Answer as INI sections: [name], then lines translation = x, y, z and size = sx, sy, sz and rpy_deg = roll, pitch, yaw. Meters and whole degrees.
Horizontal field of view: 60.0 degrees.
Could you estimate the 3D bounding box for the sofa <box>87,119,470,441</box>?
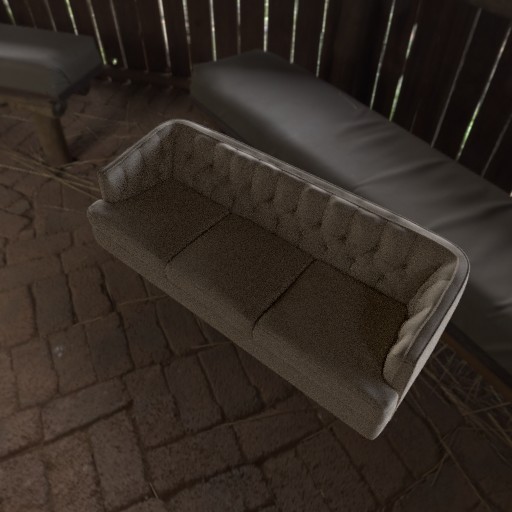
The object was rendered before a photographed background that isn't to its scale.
[sofa]
translation = 0.000, 0.000, 2.723
size = 2.235, 0.788, 0.913
rpy_deg = 31, 54, 26
